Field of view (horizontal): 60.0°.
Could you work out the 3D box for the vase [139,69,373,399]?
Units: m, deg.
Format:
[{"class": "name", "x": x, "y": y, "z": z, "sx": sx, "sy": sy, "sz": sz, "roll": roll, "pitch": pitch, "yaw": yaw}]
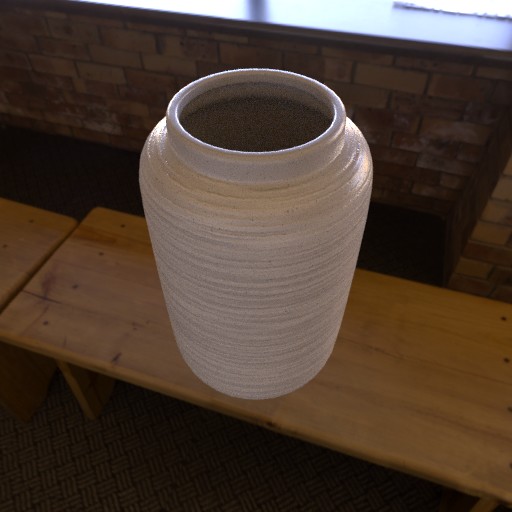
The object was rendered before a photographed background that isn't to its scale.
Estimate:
[{"class": "vase", "x": 0.000, "y": 0.000, "z": 0.463, "sx": 0.202, "sy": 0.335, "sz": 0.202, "roll": 0, "pitch": 47, "yaw": 0}]
